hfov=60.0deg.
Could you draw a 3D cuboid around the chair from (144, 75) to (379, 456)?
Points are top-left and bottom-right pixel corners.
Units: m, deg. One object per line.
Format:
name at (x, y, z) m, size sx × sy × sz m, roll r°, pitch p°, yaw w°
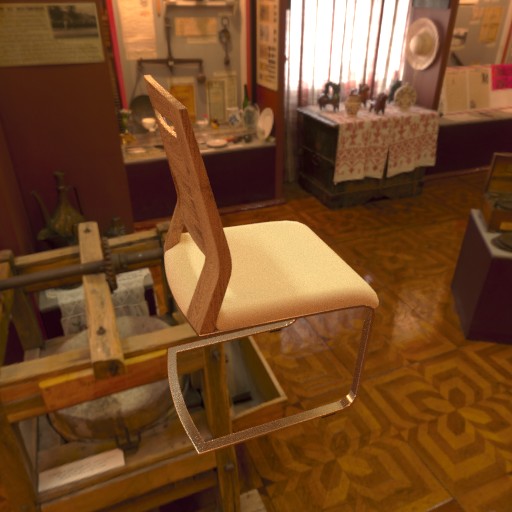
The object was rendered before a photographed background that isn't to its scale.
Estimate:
chair at (0.000, 0.000, 1.250) m, size 0.561 × 0.955 × 0.457 m, roll -11°, pitch 32°, yaw -17°
